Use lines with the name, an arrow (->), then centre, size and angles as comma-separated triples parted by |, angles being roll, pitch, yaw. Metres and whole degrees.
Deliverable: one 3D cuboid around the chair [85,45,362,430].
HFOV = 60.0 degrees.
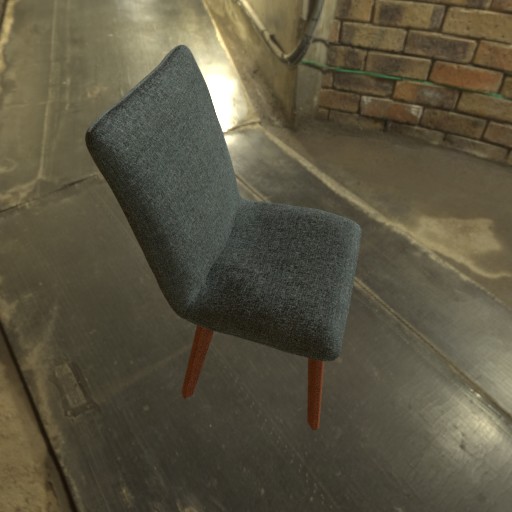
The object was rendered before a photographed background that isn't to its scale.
chair -> 0.000, 0.000, 1.262 | 0.563, 0.974, 0.522 | 12, 48, 11
